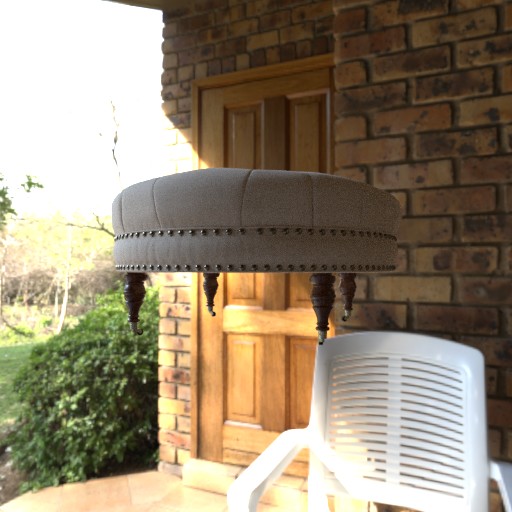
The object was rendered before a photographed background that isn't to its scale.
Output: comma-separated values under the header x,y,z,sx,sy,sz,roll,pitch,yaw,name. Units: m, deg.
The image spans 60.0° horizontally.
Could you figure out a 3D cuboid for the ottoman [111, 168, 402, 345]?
x,y,z,sx,sy,sz,roll,pitch,yaw,name
0.000,0.000,1.500,0.940,0.483,0.940,0,-2,0,ottoman
